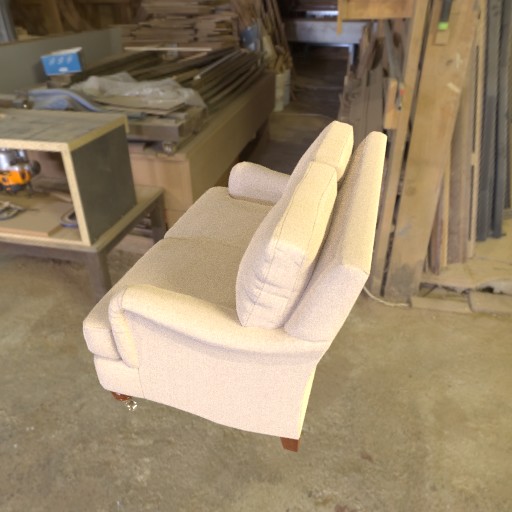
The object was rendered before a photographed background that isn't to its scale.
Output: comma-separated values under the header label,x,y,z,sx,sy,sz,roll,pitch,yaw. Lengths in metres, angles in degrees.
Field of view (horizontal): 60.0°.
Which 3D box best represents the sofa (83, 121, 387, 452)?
label,x,y,z,sx,sy,sz,roll,pitch,yaw
sofa,0.000,0.000,2.214,1.087,1.048,1.508,9,33,14
